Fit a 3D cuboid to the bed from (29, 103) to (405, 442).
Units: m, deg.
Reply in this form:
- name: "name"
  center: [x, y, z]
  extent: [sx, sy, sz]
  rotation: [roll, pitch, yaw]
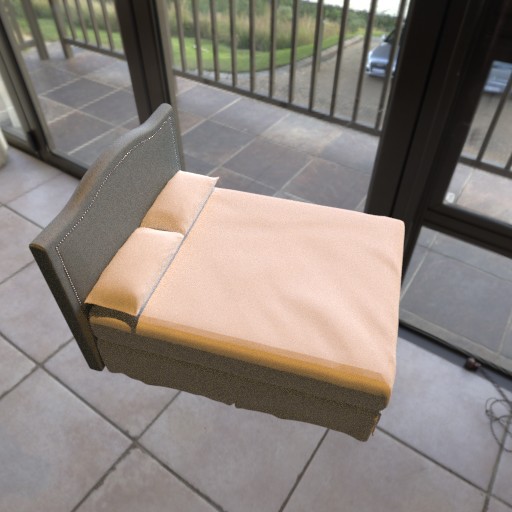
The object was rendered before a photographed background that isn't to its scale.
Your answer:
- name: "bed"
  center: [0.000, 0.000, 3.259]
  extent: [2.143, 1.460, 1.753]
  rotation: [11, 46, 11]
